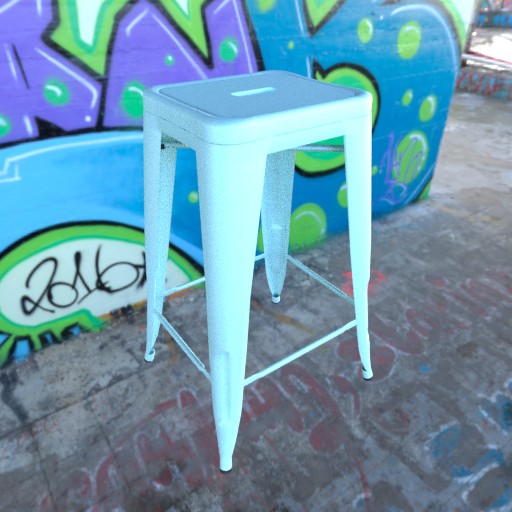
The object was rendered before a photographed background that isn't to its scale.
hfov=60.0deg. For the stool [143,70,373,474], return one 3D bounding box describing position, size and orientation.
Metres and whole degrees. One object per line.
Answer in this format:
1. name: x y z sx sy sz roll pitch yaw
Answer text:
1. stool: 0.000 0.000 0.849 0.399 0.609 0.359 -21 38 -30
